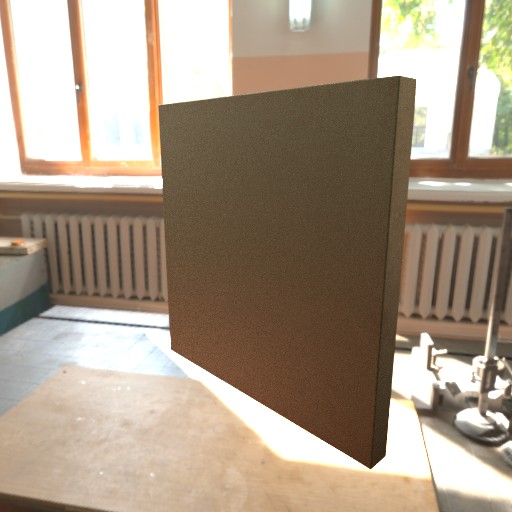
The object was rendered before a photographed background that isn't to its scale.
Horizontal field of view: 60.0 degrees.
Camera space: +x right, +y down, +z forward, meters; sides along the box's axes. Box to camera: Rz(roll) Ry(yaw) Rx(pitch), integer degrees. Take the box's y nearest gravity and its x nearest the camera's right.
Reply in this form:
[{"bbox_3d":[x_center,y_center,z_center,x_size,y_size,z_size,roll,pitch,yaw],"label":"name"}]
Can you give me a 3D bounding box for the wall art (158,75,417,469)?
[{"bbox_3d":[0.000,0.000,0.737,0.040,0.506,0.503,-13,19,-41],"label":"wall art"}]
